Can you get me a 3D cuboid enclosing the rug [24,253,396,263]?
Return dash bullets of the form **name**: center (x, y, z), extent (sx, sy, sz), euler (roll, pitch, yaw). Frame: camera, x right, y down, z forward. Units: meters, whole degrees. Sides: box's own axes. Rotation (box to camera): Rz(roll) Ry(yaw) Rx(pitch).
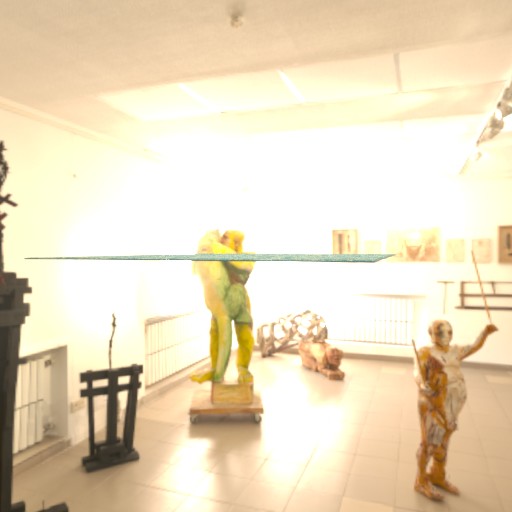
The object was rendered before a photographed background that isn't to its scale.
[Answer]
- **rug**: center (0.000, 0.000, 4.084), extent (2.363, 0.012, 2.980), euler (0, 1, 20)
